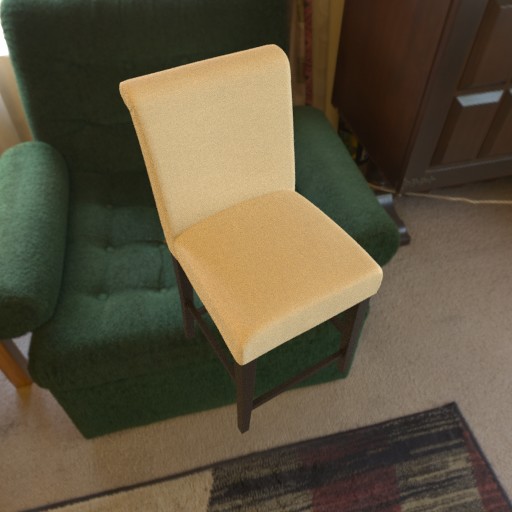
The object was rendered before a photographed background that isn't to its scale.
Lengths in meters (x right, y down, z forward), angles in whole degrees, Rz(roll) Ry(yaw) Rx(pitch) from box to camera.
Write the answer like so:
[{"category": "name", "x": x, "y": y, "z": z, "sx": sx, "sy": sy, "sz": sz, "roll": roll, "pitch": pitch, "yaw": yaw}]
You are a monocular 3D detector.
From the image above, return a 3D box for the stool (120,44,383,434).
[{"category": "stool", "x": 0.000, "y": 0.000, "z": 1.336, "sx": 0.452, "sy": 0.976, "sz": 0.597, "roll": -24, "pitch": 51, "yaw": -21}]
